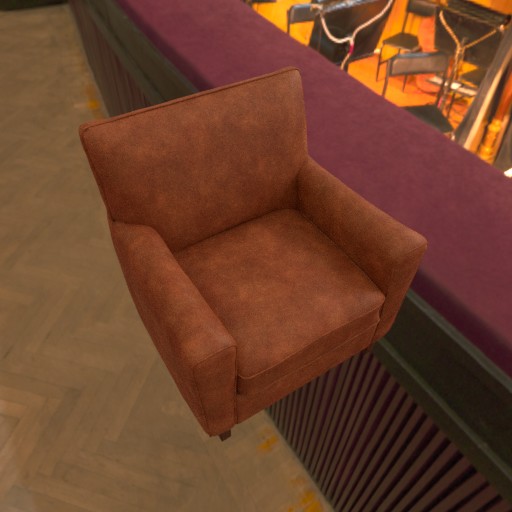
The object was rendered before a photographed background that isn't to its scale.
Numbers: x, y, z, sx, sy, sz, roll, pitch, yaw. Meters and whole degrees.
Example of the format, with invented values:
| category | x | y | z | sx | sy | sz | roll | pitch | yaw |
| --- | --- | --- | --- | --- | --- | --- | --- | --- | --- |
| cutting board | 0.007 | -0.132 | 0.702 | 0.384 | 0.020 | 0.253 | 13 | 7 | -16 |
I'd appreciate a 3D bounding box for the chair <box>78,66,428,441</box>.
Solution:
| category | x | y | z | sx | sy | sz | roll | pitch | yaw |
| --- | --- | --- | --- | --- | --- | --- | --- | --- | --- |
| chair | 0.000 | 0.000 | 1.620 | 0.870 | 0.943 | 0.823 | -24 | 52 | -21 |
